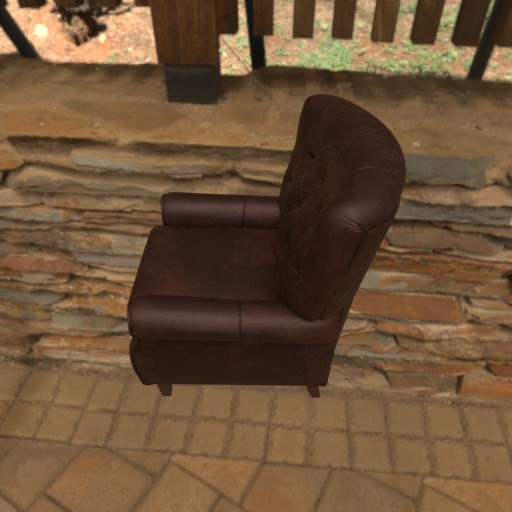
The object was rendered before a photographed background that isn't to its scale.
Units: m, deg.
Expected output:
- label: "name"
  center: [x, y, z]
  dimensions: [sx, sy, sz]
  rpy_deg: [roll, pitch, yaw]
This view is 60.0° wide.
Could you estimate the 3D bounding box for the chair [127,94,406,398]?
- label: "chair"
  center: [0.000, 0.000, 1.936]
  dimensions: [1.058, 1.158, 0.948]
  rpy_deg: [0, 41, 0]
